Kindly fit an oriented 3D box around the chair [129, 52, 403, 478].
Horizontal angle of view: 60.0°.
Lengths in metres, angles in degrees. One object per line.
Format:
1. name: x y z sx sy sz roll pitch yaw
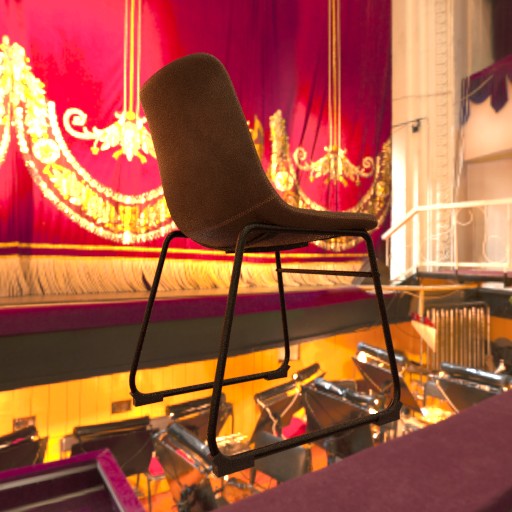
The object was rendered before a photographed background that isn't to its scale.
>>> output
1. chair: 0.000 0.000 1.101 0.551 0.780 0.460 0 0 -34
